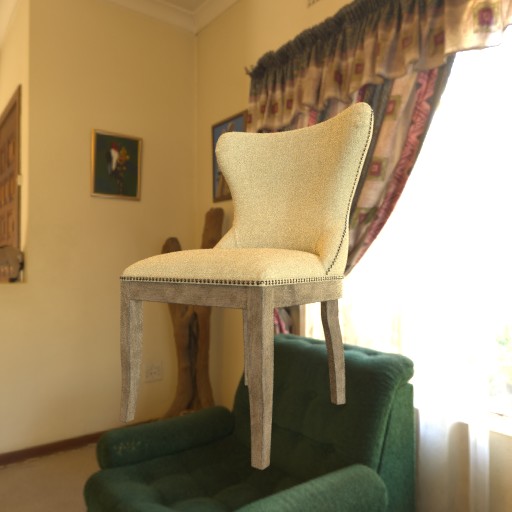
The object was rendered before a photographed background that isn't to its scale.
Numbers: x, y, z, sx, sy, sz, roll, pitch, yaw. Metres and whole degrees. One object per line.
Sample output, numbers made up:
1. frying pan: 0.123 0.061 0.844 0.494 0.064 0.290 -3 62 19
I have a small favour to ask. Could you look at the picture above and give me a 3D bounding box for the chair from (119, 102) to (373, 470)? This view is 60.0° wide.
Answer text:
1. chair: 0.000 0.000 1.459 0.654 1.002 0.681 0 -1 37
